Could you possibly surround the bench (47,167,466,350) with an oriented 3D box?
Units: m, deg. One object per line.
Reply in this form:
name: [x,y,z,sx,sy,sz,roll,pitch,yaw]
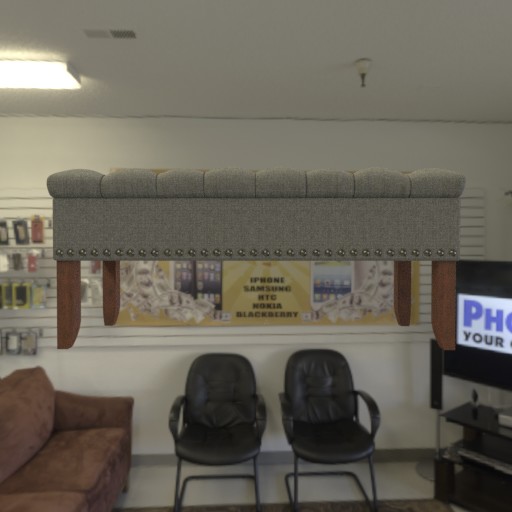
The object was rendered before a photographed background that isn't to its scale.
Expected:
bench: [0.000,0.000,1.310,1.052,0.470,0.417,0,1,1]
